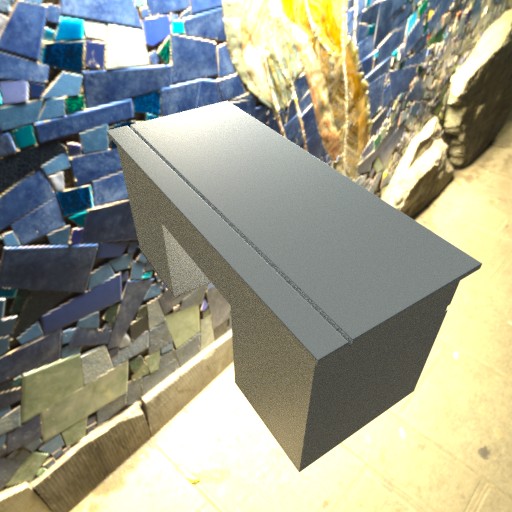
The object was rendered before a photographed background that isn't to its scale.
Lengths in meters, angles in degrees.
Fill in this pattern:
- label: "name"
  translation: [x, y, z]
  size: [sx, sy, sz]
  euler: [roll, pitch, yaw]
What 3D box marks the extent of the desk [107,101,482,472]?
- label: "desk"
  translation: [0.000, 0.000, 2.006]
  size: [0.670, 0.760, 1.580]
  euler: [-23, 46, -25]
